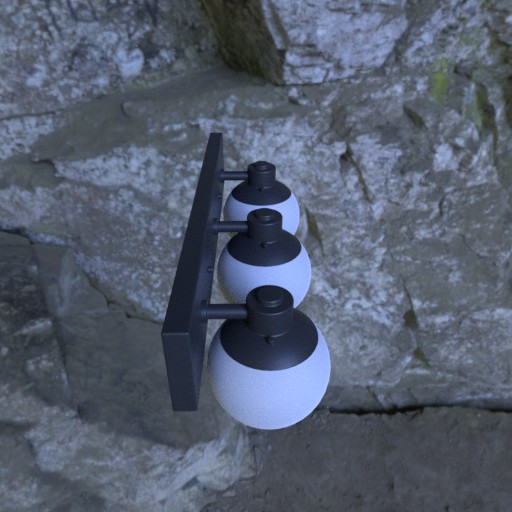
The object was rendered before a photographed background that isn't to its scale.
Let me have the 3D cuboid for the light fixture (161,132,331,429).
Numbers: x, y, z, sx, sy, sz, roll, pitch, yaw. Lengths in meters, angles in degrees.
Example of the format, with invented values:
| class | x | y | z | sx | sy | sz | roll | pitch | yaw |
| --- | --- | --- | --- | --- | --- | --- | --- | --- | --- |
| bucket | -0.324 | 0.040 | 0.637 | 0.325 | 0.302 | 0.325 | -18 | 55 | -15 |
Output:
| class | x | y | z | sx | sy | sz | roll | pitch | yaw |
| --- | --- | --- | --- | --- | --- | --- | --- | --- | --- |
| light fixture | 0.000 | 0.000 | 0.860 | 0.218 | 0.263 | 0.721 | 0 | 33 | -1 |
